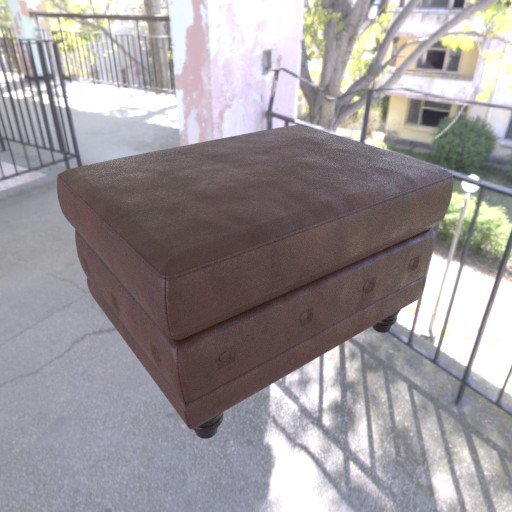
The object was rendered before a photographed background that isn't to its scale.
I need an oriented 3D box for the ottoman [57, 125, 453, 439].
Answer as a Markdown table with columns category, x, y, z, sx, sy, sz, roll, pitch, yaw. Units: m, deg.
| category | x | y | z | sx | sy | sz | roll | pitch | yaw |
| --- | --- | --- | --- | --- | --- | --- | --- | --- | --- |
| ottoman | 0.000 | 0.000 | 1.179 | 0.795 | 0.509 | 0.588 | -21 | 36 | -31 |
